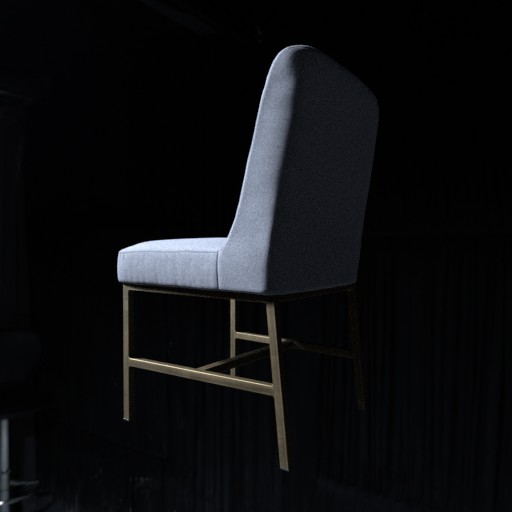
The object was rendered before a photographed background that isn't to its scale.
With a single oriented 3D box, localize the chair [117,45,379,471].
[{"bbox_3d":[0.000,0.000,1.233,0.587,0.889,0.508,1,1,36],"label":"chair"}]
